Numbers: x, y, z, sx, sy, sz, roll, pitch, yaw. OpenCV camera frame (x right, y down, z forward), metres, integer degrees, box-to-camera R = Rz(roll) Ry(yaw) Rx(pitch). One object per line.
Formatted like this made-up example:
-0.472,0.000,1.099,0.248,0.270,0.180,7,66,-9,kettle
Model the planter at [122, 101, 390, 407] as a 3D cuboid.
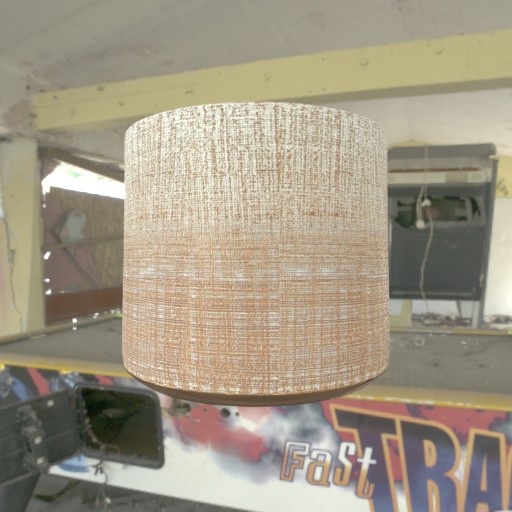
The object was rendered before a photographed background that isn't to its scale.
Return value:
0.000,0.000,0.188,0.109,0.096,0.109,0,0,0,planter
